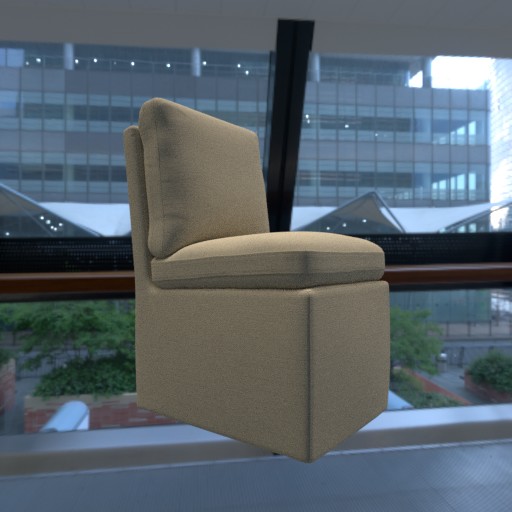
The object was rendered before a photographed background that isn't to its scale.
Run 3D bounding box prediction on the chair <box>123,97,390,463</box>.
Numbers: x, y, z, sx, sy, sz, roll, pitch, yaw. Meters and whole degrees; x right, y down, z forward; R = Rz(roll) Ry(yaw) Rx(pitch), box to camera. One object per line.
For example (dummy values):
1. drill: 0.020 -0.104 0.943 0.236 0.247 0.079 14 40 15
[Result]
1. chair: 0.000 0.000 1.354 0.698 0.927 0.503 0 0 37
